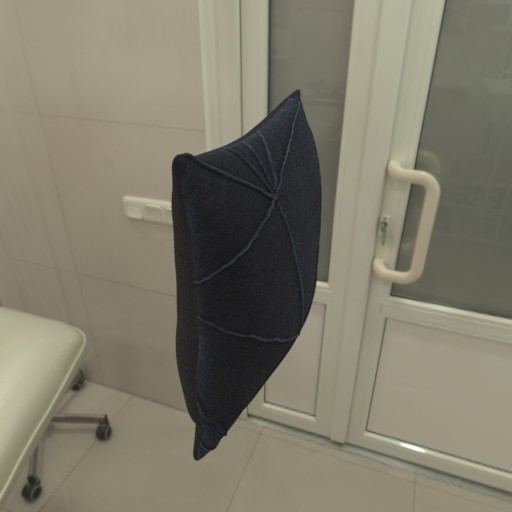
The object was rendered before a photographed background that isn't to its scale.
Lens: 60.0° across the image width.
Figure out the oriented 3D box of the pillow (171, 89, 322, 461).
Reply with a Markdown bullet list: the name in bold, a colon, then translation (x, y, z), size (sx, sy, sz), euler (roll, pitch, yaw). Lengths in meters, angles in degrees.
- **pillow**: translation (0.000, 0.000, 0.691), size (0.183, 0.440, 0.439), euler (11, 32, 18)
